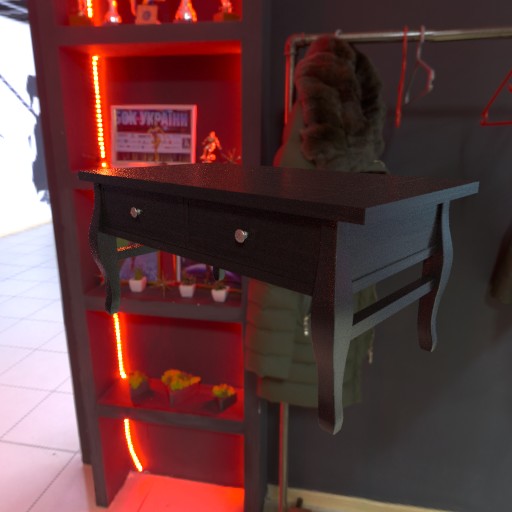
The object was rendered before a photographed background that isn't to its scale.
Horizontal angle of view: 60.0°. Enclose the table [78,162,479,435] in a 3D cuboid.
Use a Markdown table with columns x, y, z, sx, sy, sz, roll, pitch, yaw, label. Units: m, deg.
| x | y | z | sx | sy | sz | roll | pitch | yaw | label |
| --- | --- | --- | --- | --- | --- | --- | --- | --- | --- |
| 0.000 | 0.000 | 1.376 | 1.062 | 0.494 | 0.600 | 14 | 21 | 41 | table |
